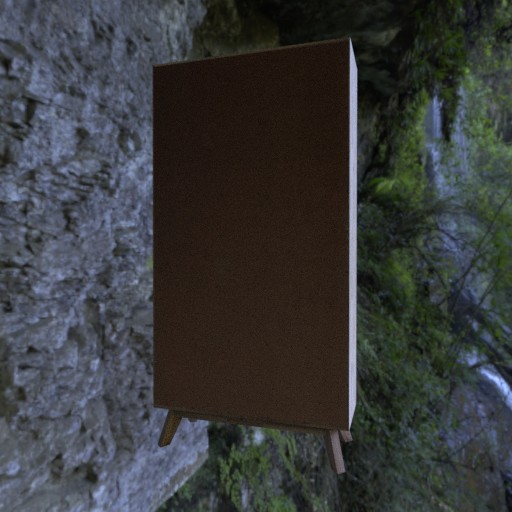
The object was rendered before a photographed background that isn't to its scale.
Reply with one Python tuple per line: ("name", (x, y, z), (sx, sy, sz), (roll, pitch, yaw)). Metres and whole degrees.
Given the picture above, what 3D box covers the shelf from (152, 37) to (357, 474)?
("shelf", (0.000, 0.000, 1.737), (0.748, 1.471, 0.308), (0, 1, 18))
